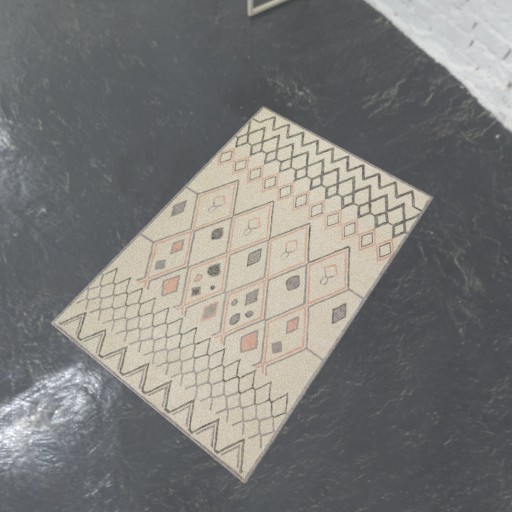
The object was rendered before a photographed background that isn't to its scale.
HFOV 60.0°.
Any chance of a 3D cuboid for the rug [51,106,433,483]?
[{"bbox_3d":[0.000,0.000,2.400,1.219,0.016,1.829,33,68,15],"label":"rug"}]
